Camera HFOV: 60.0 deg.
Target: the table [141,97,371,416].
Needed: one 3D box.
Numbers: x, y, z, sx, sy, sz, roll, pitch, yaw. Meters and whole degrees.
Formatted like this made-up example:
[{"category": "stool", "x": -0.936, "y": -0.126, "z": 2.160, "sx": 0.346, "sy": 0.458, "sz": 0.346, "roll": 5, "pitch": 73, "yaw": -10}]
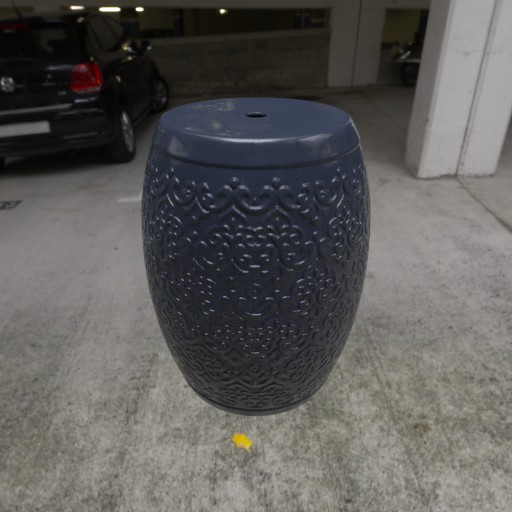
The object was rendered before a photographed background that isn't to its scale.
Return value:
[{"category": "table", "x": 0.000, "y": 0.000, "z": 0.634, "sx": 0.309, "sy": 0.397, "sz": 0.309, "roll": 0, "pitch": 30, "yaw": 0}]
